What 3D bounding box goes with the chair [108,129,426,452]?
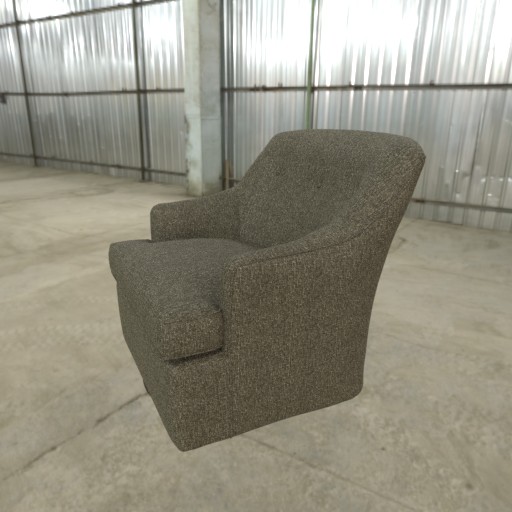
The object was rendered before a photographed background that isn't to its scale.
[{"bbox_3d":[0.000,0.000,1.592,0.923,0.856,0.864,-9,20,-25],"label":"chair"}]
